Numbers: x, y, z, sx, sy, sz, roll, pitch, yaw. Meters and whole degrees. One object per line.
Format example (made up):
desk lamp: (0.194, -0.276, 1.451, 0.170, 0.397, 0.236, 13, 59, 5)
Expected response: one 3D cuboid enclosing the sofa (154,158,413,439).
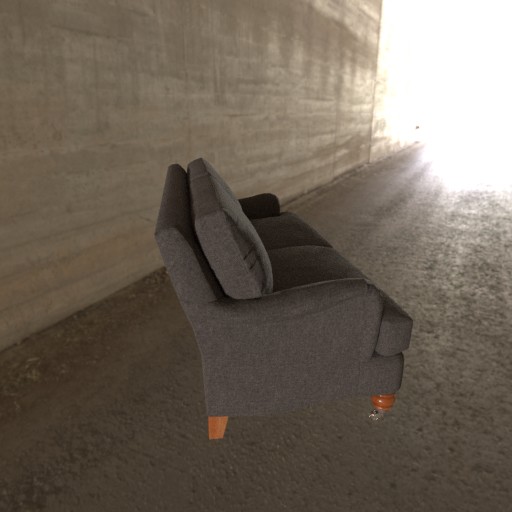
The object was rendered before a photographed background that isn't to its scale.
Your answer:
sofa: (0.000, 0.000, 2.797, 1.087, 1.054, 2.160, -3, 18, -9)
